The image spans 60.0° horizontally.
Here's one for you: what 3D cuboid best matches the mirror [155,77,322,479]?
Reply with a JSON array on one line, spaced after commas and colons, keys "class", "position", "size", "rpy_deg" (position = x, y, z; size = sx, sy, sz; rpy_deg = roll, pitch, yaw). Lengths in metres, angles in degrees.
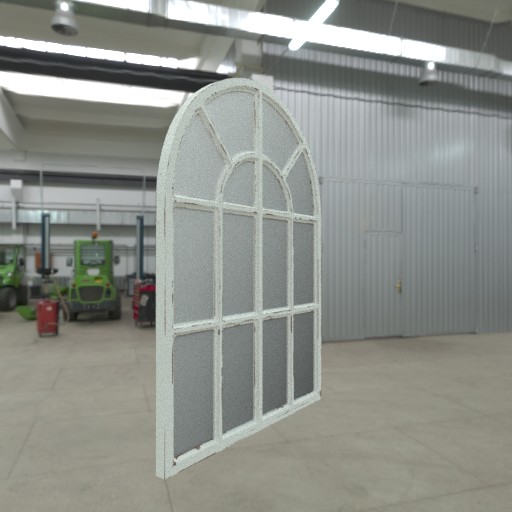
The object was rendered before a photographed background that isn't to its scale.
[{"class": "mirror", "position": [0.000, 0.000, 1.183], "size": [0.032, 0.920, 0.660], "rpy_deg": [0, -1, 37]}]
